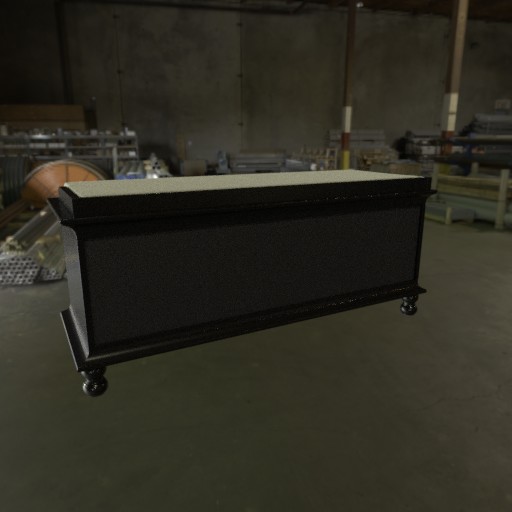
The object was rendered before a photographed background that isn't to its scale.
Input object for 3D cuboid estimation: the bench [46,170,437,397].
[{"bbox_3d":[0.000,0.000,1.455,1.185,0.501,0.402,-8,17,-27],"label":"bench"}]
